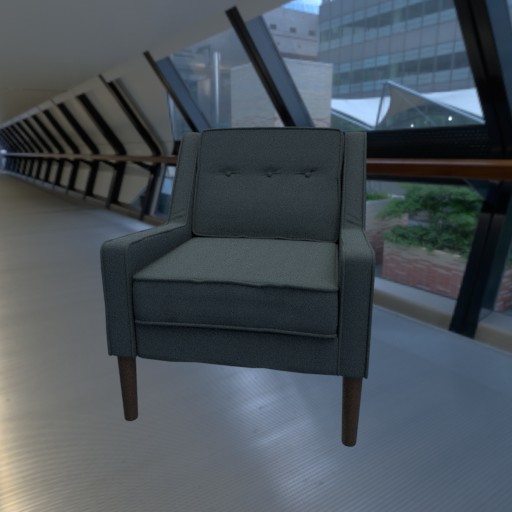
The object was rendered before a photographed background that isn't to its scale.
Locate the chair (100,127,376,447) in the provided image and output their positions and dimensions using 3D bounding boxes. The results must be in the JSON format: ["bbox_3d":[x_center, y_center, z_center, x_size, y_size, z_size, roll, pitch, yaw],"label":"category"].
[{"bbox_3d":[0.000,0.000,1.362,0.663,0.780,0.733,3,14,10],"label":"chair"}]
